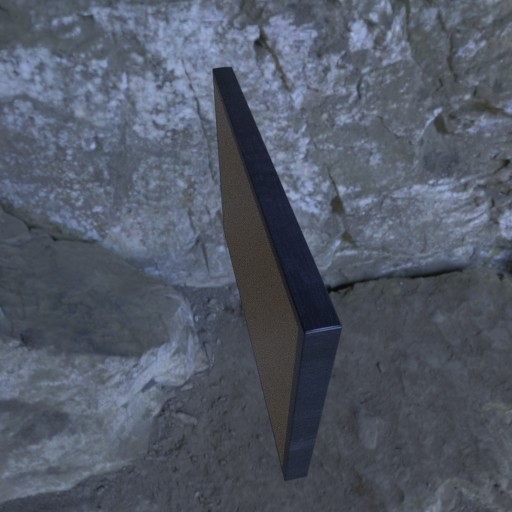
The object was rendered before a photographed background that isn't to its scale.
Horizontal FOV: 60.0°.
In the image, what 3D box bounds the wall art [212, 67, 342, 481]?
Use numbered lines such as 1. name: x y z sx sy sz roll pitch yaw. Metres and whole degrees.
1. wall art: 0.000 0.000 0.770 0.038 0.409 0.610 -9 46 -8
